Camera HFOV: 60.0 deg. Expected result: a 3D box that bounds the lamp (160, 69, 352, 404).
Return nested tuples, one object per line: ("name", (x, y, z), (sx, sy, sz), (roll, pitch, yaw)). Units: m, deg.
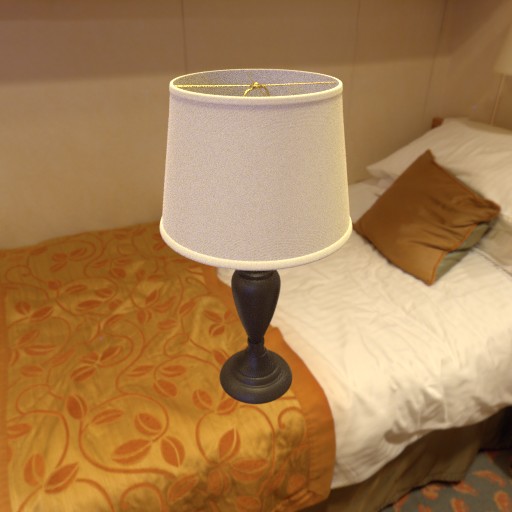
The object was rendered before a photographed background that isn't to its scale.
("lamp", (0.000, 0.000, 0.822), (0.335, 0.611, 0.335), (0, 30, 0))
